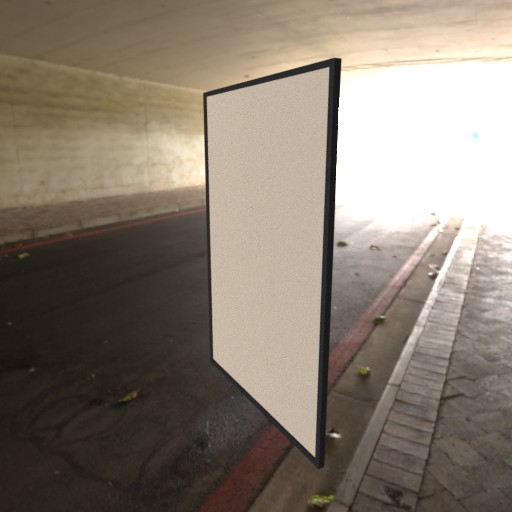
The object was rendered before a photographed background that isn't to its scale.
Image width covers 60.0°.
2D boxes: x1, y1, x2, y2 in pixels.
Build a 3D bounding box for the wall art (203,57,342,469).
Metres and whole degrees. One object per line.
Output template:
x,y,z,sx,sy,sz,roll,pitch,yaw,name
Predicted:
0.000,0.000,0.880,0.013,0.657,0.457,-8,16,-29,wall art
